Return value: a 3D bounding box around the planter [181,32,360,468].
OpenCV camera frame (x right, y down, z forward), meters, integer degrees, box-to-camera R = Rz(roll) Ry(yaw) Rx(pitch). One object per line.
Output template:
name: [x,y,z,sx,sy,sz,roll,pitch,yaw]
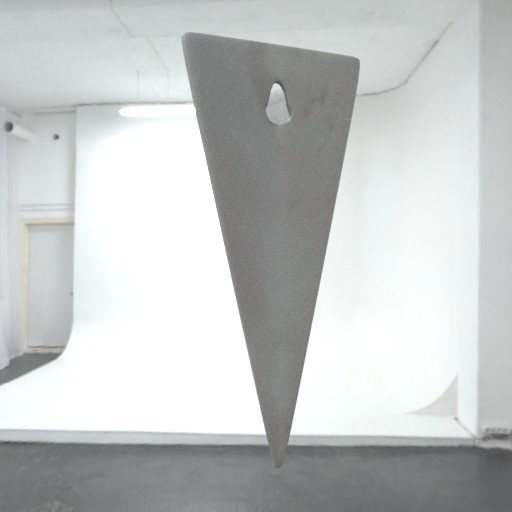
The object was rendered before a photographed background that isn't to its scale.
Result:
planter: [0.000,0.000,0.157,0.058,0.130,0.047,0,0,-17]
